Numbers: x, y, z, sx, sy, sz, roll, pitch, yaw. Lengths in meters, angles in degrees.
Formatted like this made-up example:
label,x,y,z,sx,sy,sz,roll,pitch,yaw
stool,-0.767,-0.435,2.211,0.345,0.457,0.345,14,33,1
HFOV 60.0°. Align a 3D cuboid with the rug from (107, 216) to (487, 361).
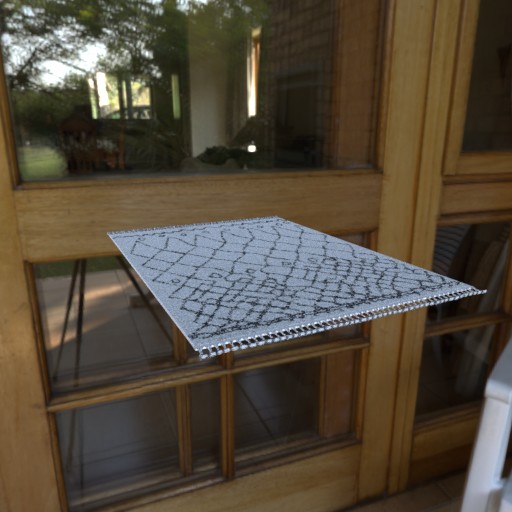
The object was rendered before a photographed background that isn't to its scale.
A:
label,x,y,z,sx,sy,sz,roll,pitch,yaw
rug,0.000,0.000,3.009,1.613,0.017,2.312,-8,18,-25
